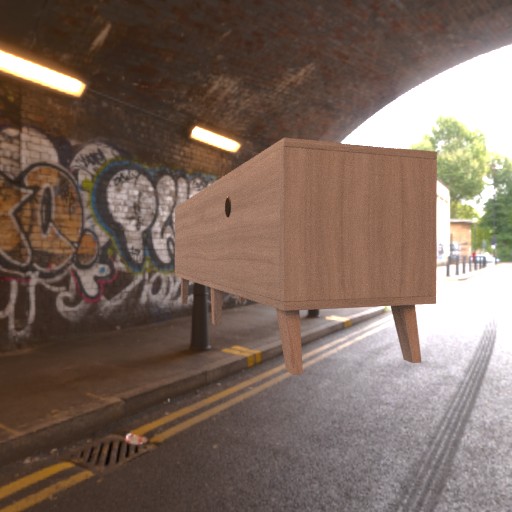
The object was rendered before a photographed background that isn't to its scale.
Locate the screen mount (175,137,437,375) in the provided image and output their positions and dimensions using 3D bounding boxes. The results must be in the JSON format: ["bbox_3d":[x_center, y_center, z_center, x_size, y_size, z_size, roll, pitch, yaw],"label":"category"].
[{"bbox_3d":[0.000,0.000,1.706,0.401,0.509,1.500,0,0,-19],"label":"screen mount"}]
